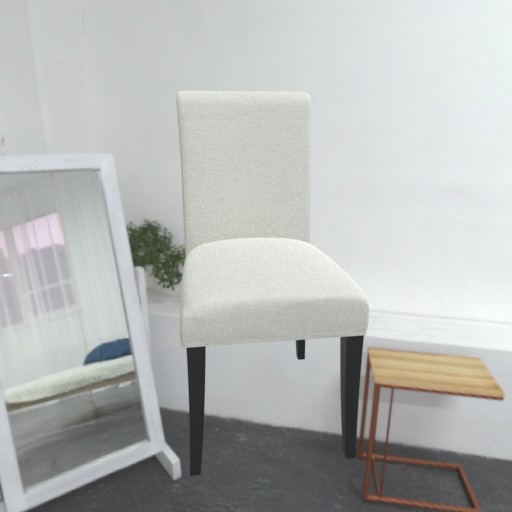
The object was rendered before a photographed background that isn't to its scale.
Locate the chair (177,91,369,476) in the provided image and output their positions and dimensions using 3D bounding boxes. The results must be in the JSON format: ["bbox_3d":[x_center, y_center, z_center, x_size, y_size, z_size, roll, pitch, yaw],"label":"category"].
[{"bbox_3d":[0.000,0.000,1.342,0.452,0.976,0.708,-2,17,-8],"label":"chair"}]
